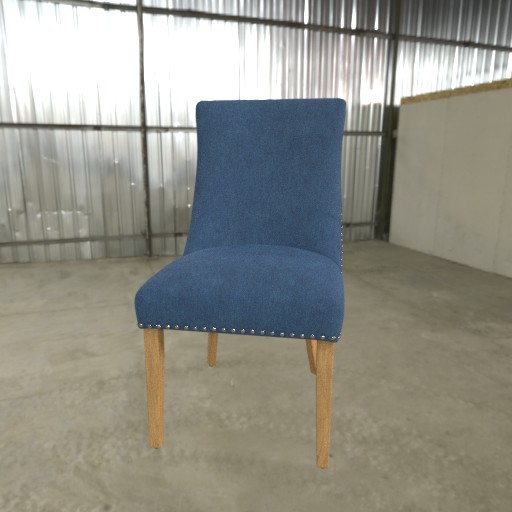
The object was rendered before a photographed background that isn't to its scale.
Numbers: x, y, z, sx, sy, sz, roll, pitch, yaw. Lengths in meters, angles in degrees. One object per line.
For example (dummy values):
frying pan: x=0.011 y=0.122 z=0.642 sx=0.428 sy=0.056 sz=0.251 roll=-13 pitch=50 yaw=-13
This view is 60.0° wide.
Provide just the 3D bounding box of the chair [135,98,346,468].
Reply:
chair: x=0.000 y=0.000 z=1.267 sx=0.495 sy=0.902 sz=0.610 roll=2 pitch=14 yaw=10
